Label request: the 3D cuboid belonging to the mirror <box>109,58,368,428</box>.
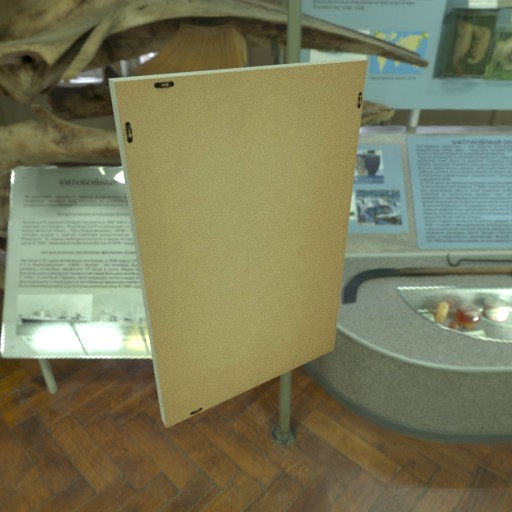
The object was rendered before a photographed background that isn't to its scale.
[{"bbox_3d":[0.000,0.000,1.162,0.609,0.915,0.041,-17,34,-27],"label":"mirror"}]
